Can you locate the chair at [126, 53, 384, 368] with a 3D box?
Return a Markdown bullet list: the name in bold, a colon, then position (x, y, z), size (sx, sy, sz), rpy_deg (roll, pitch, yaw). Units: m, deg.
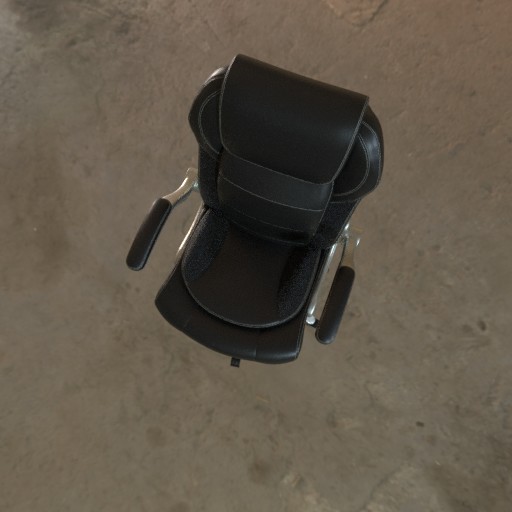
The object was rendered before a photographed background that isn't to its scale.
- **chair**: position (0.000, 0.000, 1.626), size (0.724, 1.141, 0.801), rpy_deg (21, 76, 5)
